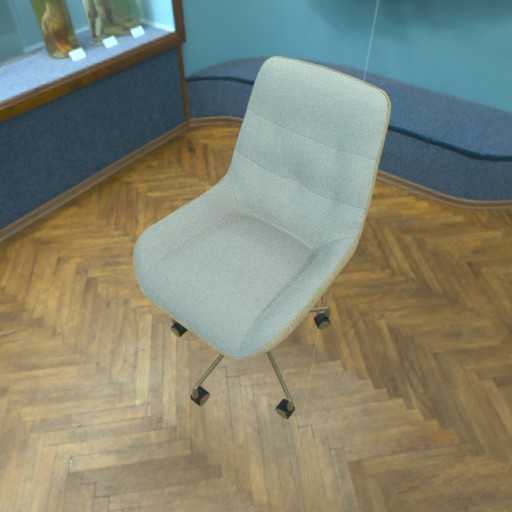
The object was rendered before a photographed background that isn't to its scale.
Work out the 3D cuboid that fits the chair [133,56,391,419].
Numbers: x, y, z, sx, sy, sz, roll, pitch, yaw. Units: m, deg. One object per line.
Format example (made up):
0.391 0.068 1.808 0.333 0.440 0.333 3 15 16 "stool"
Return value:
0.000 0.000 1.358 0.564 0.952 0.668 30 54 26 "chair"
